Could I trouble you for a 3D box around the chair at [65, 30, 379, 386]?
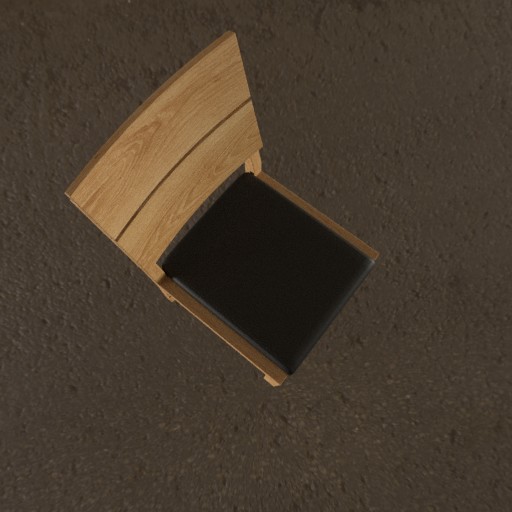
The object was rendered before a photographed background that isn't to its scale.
[{"bbox_3d":[0.000,0.000,1.274,0.569,0.950,0.475,38,77,10],"label":"chair"}]
